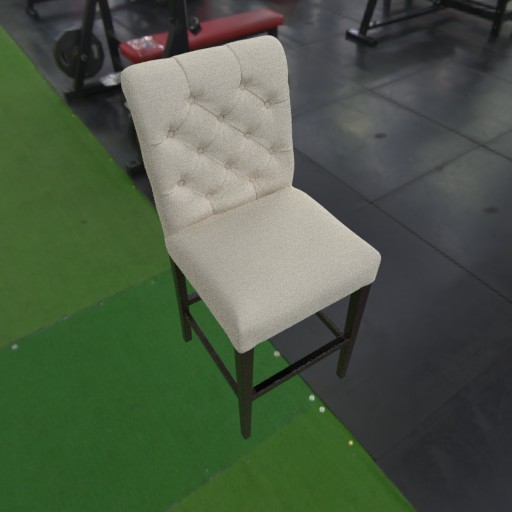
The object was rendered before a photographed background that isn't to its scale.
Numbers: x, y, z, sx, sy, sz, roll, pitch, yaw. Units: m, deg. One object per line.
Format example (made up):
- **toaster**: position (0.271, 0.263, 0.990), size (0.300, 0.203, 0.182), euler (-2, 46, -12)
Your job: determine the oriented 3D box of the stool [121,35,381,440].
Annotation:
- **stool**: position (0.000, 0.000, 1.424), size (0.482, 1.118, 0.610), euler (-25, 51, -22)
